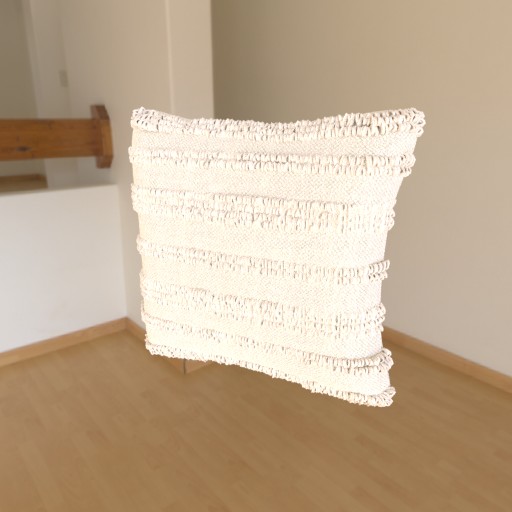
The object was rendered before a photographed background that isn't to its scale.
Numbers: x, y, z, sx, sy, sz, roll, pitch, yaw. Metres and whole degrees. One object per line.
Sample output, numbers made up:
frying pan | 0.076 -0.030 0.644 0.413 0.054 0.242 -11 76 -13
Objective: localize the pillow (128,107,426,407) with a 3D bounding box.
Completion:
pillow | 0.000 0.000 0.664 0.437 0.427 0.145 8 19 24
